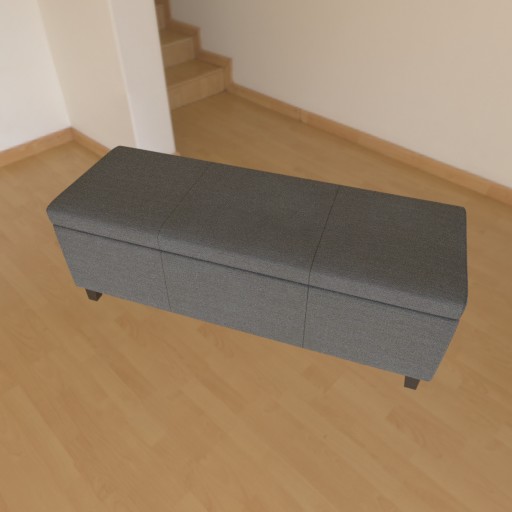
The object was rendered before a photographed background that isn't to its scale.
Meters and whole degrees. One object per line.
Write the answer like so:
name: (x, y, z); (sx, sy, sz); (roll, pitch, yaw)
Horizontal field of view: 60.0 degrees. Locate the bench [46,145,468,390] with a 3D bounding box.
bench: (0.000, 0.000, 1.518); (1.269, 0.438, 0.446); (13, 44, 14)
